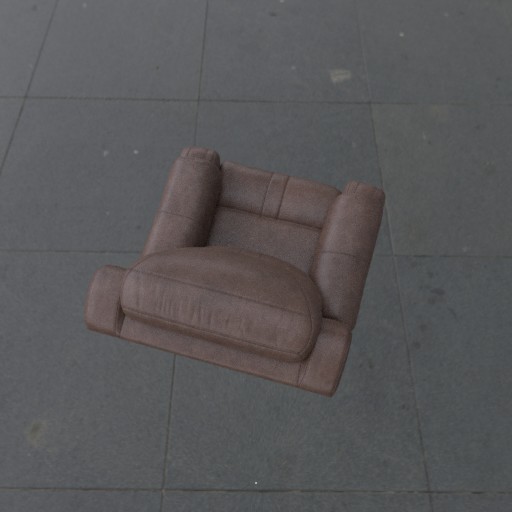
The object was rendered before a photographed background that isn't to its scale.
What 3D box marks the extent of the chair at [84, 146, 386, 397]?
[{"bbox_3d":[0.000,0.000,1.802,0.940,0.990,1.067,14,64,7],"label":"chair"}]
